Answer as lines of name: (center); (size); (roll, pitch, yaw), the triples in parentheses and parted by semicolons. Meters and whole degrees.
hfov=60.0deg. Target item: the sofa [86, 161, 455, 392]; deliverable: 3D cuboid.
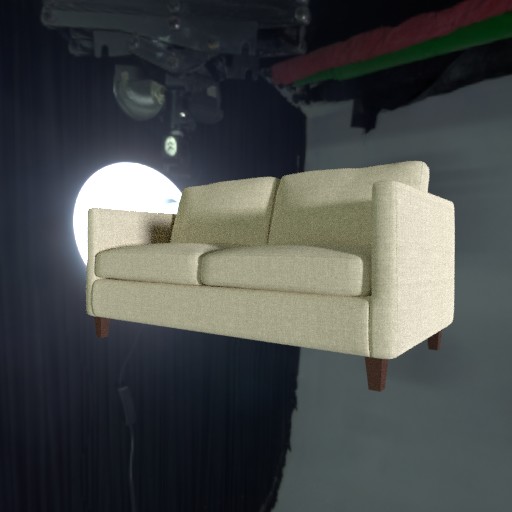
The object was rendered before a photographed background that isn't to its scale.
sofa: (0.000, 0.000, 2.458); (1.884, 0.963, 0.950); (1, 1, 36)
